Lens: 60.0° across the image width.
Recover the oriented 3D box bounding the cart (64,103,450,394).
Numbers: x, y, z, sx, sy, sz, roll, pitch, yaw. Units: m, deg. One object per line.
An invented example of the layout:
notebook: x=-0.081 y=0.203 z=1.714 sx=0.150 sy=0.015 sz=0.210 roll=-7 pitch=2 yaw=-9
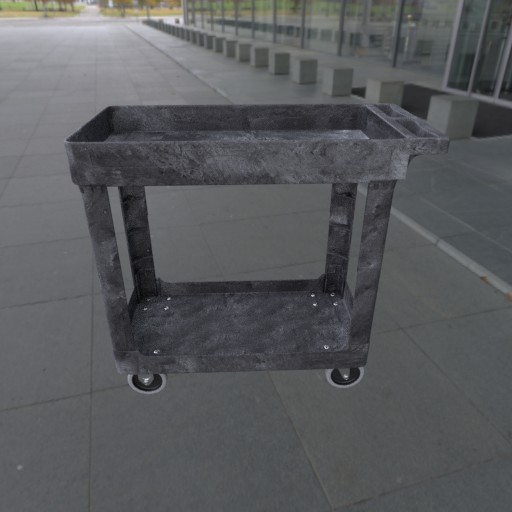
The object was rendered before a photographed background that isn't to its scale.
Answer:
cart: x=0.000 y=0.000 z=1.367 sx=0.877 sy=0.824 sz=0.420 roll=-1 pitch=29 yaw=-2
